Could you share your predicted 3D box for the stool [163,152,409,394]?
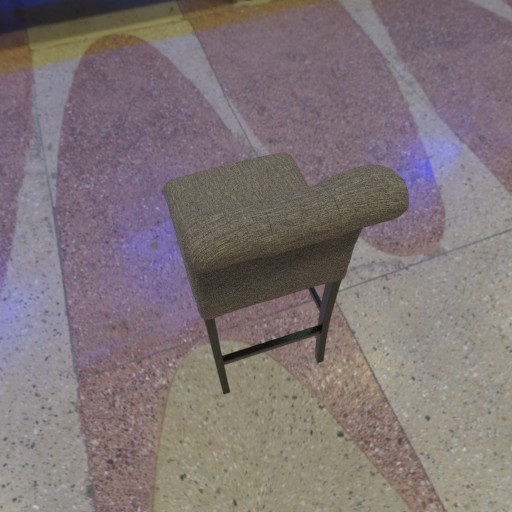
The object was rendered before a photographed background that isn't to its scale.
[{"bbox_3d":[0.000,0.000,1.413,0.452,1.131,0.613,-16,60,-10],"label":"stool"}]
